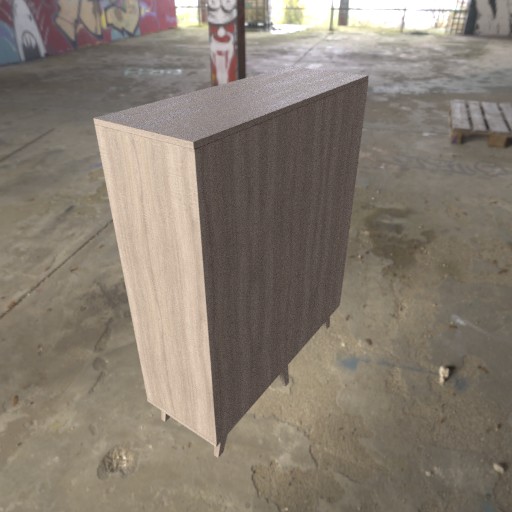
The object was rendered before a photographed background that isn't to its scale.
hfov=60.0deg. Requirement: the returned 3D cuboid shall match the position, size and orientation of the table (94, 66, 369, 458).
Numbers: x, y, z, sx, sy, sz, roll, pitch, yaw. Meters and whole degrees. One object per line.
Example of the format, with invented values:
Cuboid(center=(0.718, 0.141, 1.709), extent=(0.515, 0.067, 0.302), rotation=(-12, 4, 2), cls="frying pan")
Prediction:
Cuboid(center=(0.000, 0.000, 1.968), extent=(0.398, 1.388, 1.111), rotation=(20, 37, 29), cls="table")
